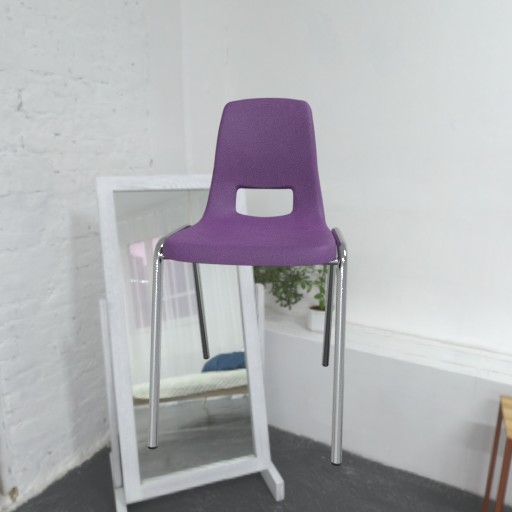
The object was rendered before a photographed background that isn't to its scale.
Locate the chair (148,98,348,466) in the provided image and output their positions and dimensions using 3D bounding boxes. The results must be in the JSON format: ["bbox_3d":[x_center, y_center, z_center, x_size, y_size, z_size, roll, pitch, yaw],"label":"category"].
[{"bbox_3d":[0.000,0.000,0.978,0.381,0.704,0.432,2,14,7],"label":"chair"}]
